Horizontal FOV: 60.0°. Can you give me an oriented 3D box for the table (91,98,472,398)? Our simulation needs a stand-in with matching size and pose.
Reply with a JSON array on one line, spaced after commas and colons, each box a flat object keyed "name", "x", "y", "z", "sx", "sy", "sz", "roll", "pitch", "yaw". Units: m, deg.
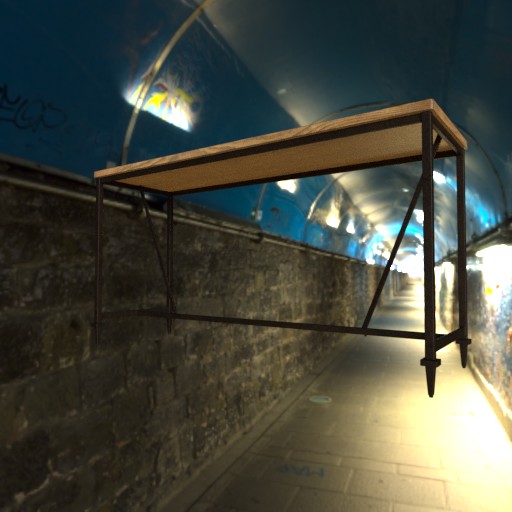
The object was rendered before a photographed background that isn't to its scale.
[{"name": "table", "x": 0.000, "y": 0.000, "z": 2.033, "sx": 1.700, "sy": 0.902, "sz": 0.551, "roll": -1, "pitch": -3, "yaw": 35}]
